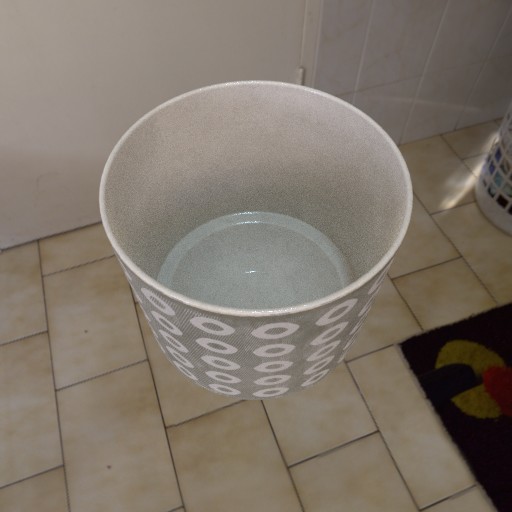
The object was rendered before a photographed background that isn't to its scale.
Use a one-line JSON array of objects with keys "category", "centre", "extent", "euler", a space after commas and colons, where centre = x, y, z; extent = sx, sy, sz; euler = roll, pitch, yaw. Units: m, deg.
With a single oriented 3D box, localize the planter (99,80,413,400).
[{"category": "planter", "centre": [0.000, 0.000, 0.348], "extent": [0.190, 0.181, 0.190], "euler": [0, 56, 0]}]
